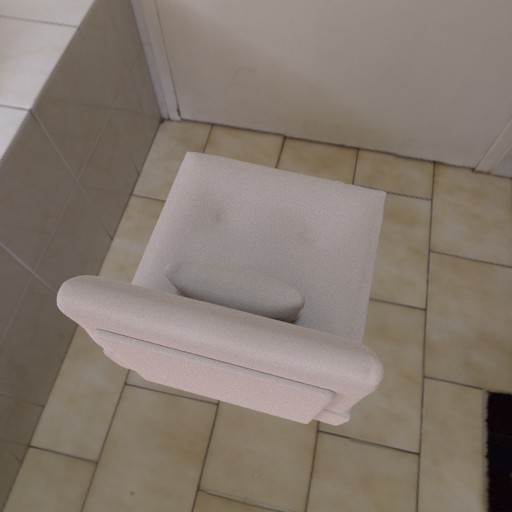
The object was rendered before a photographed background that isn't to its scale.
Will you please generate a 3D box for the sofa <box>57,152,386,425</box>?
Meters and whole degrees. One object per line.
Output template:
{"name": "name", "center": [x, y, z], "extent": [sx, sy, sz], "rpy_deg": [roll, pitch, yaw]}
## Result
{"name": "sofa", "center": [0.000, 0.000, 1.696], "extent": [0.935, 0.828, 1.000], "rpy_deg": [13, 64, 6]}
